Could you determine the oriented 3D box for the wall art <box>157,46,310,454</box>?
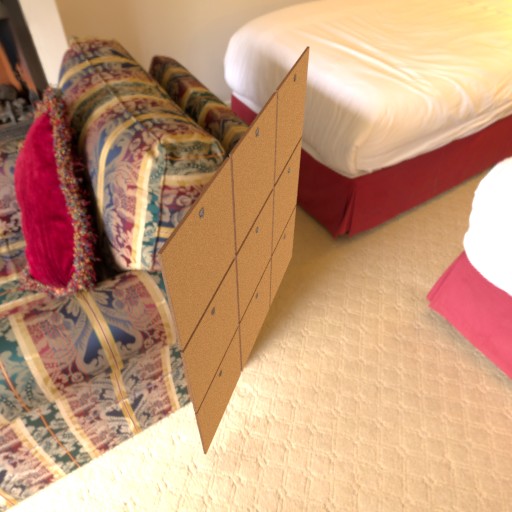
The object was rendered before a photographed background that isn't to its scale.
[{"bbox_3d":[0.000,0.000,2.280,0.019,1.532,1.533,15,48,14],"label":"wall art"}]
